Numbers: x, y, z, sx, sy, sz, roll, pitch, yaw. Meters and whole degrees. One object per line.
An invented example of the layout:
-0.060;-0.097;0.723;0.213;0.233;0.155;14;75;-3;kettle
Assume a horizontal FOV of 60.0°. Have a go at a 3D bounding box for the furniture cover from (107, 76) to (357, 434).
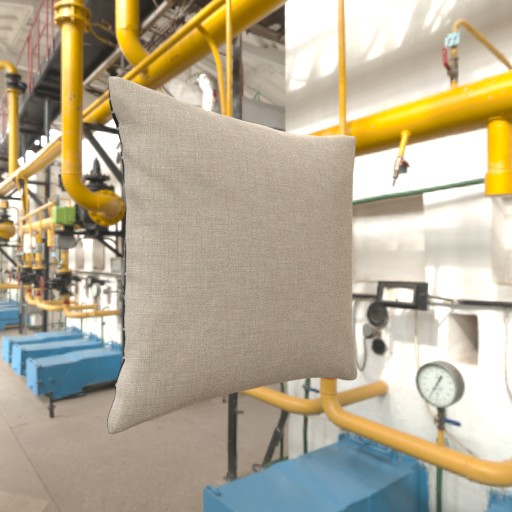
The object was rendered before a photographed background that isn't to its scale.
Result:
0.000;0.000;0.774;0.517;0.508;0.158;1;-2;-37;furniture cover
